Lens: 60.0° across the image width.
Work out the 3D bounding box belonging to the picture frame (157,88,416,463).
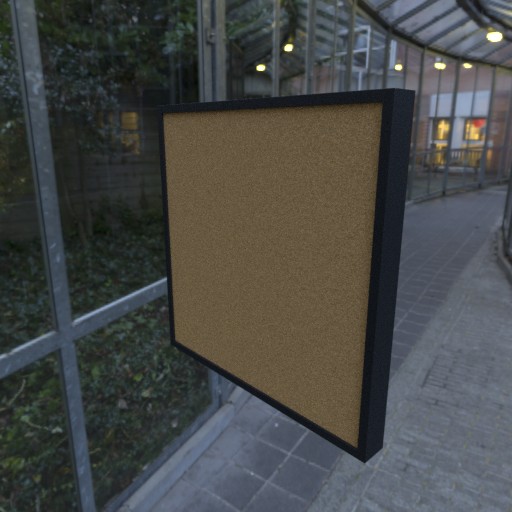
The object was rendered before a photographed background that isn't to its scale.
[{"bbox_3d":[0.000,0.000,0.476,0.030,0.317,0.317,-14,21,-41],"label":"picture frame"}]
